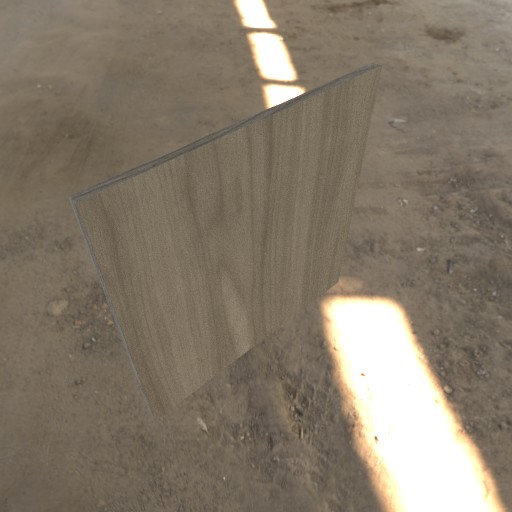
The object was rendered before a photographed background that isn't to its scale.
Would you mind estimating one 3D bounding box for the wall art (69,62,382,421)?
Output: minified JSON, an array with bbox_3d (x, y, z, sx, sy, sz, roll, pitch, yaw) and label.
[{"bbox_3d":[0.000,0.000,0.751,0.508,0.507,0.016,-32,54,-28],"label":"wall art"}]
